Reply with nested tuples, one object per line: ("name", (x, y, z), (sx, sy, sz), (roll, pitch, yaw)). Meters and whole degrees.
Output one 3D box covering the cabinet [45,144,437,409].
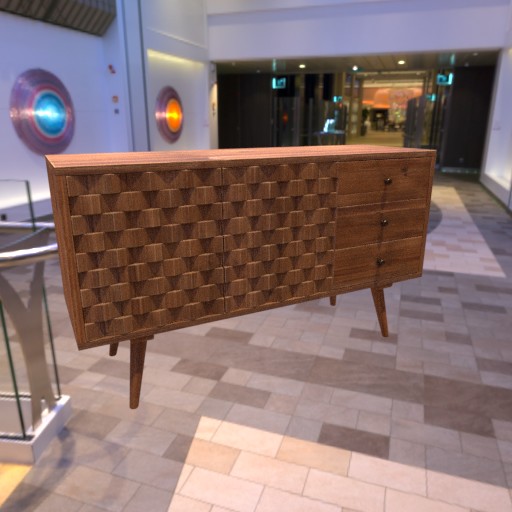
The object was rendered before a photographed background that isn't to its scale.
("cabinet", (0.000, 0.000, 1.757), (1.400, 0.800, 0.472), (-9, 19, -26))
